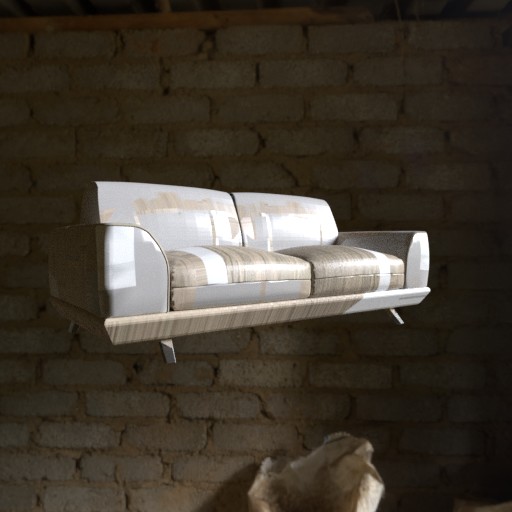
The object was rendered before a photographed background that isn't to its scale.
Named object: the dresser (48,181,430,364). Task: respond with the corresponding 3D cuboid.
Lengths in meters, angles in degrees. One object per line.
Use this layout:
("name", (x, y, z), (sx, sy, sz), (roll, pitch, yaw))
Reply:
("dresser", (0.000, 0.000, 5.859), (4.679, 1.863, 2.251), (-1, 2, -36))
